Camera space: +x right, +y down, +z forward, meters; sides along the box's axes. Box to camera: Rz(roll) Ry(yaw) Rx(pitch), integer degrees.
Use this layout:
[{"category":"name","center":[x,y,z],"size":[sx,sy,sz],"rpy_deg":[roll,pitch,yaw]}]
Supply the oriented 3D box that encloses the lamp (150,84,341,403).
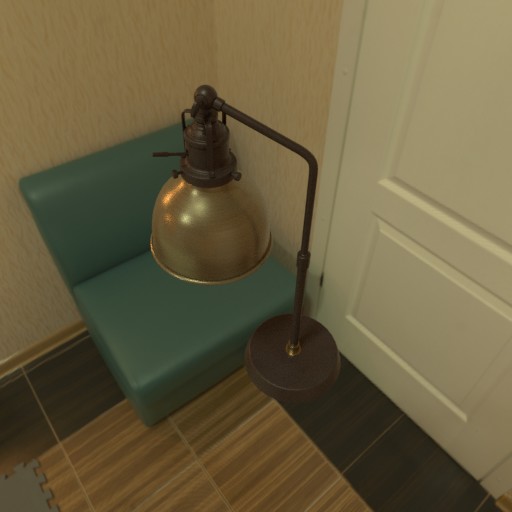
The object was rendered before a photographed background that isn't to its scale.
[{"category":"lamp","center":[0.000,0.000,0.611],"size":[0.298,0.469,0.175],"rpy_deg":[16,49,15]}]
